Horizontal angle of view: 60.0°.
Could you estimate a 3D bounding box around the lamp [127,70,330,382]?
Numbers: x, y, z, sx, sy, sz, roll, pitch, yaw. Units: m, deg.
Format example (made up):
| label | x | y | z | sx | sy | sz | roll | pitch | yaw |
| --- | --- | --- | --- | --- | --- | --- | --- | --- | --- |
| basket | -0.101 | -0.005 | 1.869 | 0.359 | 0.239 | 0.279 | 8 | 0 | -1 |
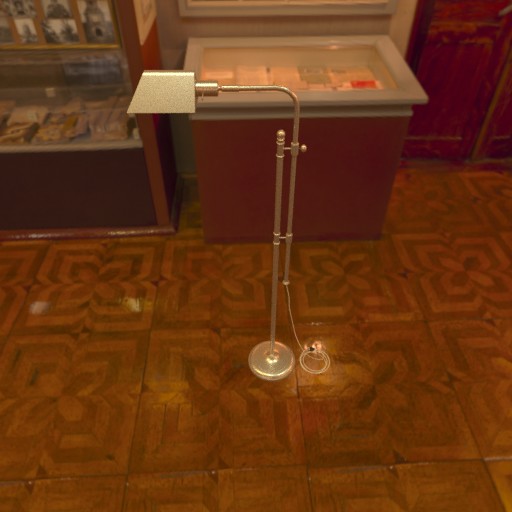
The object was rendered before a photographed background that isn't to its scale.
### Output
| label | x | y | z | sx | sy | sz | roll | pitch | yaw |
| --- | --- | --- | --- | --- | --- | --- | --- | --- | --- |
| lamp | 0.000 | 0.000 | 1.915 | 0.813 | 1.571 | 0.256 | 0 | 42 | 0 |
